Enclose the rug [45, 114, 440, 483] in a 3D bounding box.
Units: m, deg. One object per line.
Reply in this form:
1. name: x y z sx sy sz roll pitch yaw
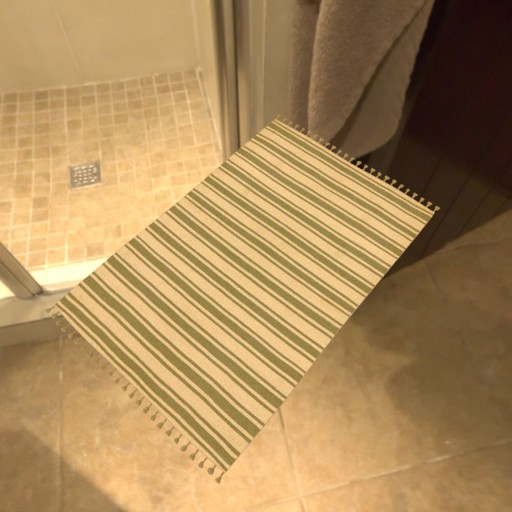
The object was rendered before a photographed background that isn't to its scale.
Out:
1. rug: 0.000 0.000 3.081 1.540 0.018 2.435 36 66 19
